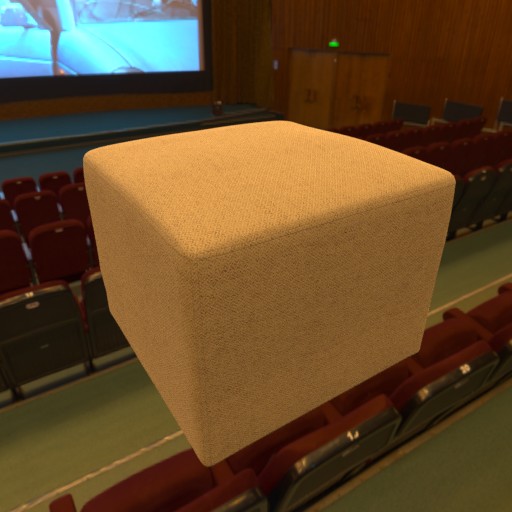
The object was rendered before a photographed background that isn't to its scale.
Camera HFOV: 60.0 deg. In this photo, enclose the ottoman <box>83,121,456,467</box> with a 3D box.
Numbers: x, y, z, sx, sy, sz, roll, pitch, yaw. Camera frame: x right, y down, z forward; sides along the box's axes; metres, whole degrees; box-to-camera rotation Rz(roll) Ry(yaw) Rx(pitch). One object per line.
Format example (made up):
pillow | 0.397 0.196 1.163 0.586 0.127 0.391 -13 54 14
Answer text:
ottoman | 0.000 0.000 0.907 0.521 0.453 0.512 -18 34 -28
